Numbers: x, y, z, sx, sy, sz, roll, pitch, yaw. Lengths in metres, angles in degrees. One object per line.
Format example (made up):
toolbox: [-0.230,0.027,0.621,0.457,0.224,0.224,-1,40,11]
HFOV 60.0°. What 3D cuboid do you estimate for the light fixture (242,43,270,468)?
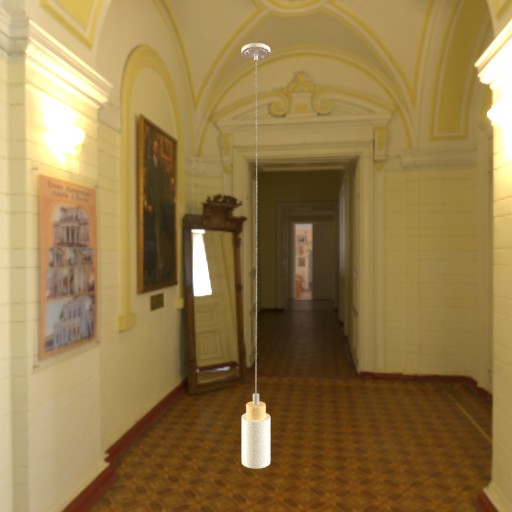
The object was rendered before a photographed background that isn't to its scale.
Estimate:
light fixture: [0.000,0.000,1.935,0.125,1.798,0.125,0,0,-37]
